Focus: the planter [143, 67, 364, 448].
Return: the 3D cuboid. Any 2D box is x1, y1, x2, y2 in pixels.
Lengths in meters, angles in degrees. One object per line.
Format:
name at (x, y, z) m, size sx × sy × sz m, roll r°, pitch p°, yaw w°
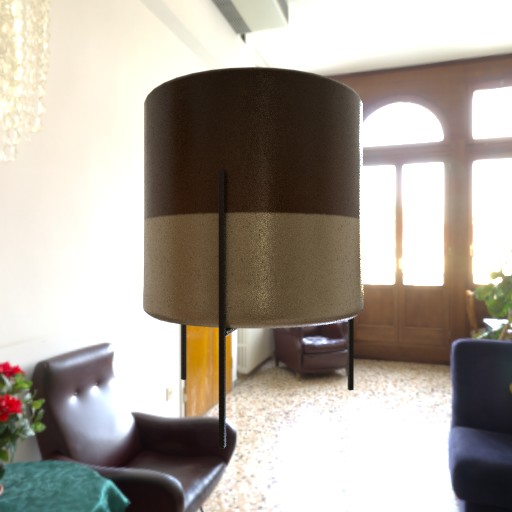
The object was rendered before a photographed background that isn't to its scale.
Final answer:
planter at (0.000, 0.000, 0.714) m, size 0.354 × 0.465 × 0.345 m, roll 0°, pitch 0°, yaw -18°
